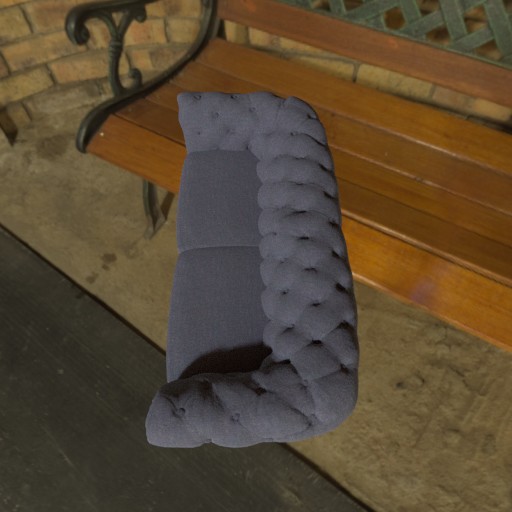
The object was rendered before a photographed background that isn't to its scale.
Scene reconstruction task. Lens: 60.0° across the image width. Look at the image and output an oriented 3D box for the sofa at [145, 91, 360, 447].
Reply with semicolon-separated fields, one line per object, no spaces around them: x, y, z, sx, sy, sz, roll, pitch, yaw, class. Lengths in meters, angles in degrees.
0.000;0.000;2.827;1.046;0.836;2.335;-1;59;-1;sofa
